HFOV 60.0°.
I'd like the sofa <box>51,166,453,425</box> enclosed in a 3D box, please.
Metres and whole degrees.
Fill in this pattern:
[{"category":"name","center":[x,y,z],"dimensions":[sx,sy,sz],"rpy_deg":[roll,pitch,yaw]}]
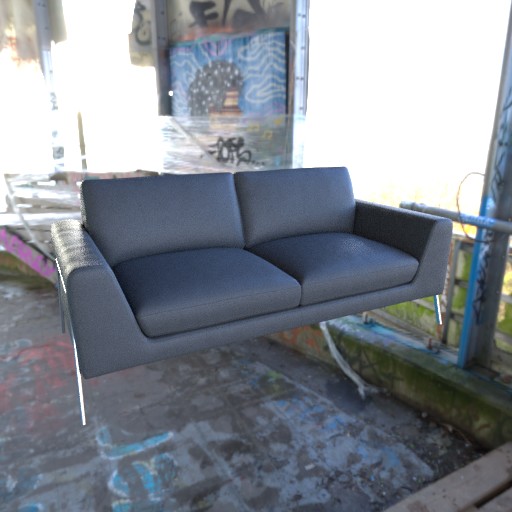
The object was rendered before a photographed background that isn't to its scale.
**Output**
[{"category":"sofa","center":[0.000,0.000,2.455],"dimensions":[2.017,0.875,0.953],"rpy_deg":[-8,19,-26]}]
